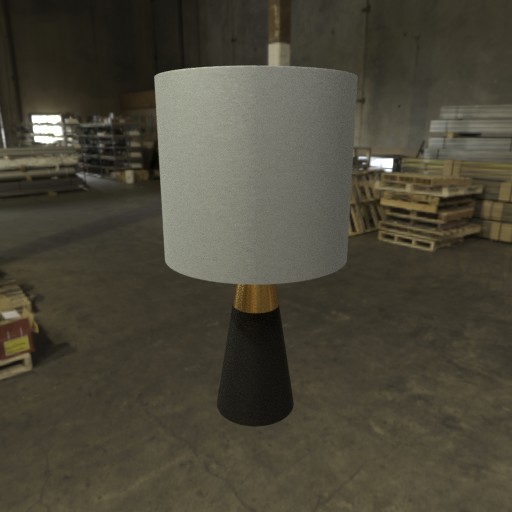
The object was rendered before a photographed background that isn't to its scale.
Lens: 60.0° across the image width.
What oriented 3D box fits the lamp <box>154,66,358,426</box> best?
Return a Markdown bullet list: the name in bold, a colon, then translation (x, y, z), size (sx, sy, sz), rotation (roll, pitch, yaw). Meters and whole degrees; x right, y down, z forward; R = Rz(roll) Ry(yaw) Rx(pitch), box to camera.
- **lamp**: translation (0.000, 0.000, 0.765), size (0.308, 0.580, 0.308), rotation (-14, 21, -40)
